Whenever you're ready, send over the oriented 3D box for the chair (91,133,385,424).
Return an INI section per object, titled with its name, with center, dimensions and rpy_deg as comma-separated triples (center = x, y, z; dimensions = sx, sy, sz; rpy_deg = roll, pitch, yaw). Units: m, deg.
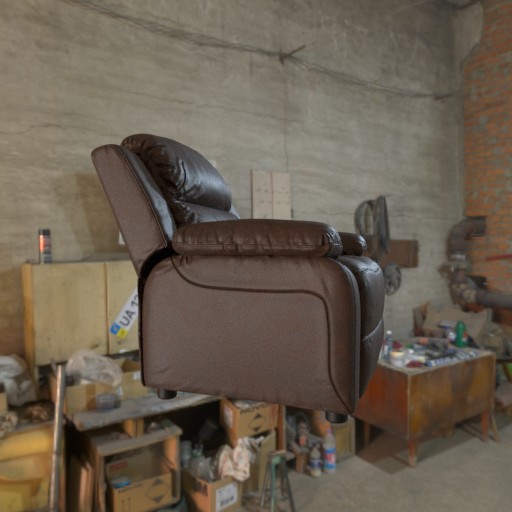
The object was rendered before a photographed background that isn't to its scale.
[chair]
center = 0.000, 0.000, 1.287
dimensions = 0.707, 0.702, 0.680
rpy_deg = 0, 0, 20
